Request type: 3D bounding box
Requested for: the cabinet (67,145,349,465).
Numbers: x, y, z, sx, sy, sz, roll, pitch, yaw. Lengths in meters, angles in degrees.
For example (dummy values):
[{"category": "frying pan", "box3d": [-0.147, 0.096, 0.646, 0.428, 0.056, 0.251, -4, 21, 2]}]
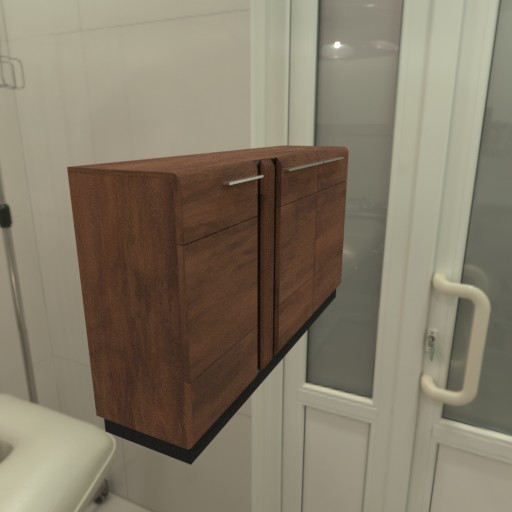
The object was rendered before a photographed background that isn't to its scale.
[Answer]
[{"category": "cabinet", "box3d": [0.000, 0.000, 1.997, 0.420, 0.900, 1.600, 8, 18, 25]}]
